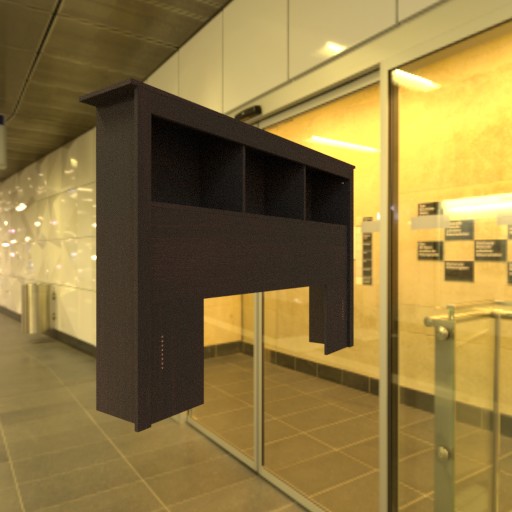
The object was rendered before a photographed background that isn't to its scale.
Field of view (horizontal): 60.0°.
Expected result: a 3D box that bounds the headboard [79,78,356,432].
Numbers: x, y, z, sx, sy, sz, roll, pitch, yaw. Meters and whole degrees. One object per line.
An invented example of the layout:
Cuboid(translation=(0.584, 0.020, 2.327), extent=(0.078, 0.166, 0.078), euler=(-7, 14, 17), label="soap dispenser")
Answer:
Cuboid(translation=(0.000, 0.000, 2.109), extent=(0.279, 1.092, 1.671), euler=(0, 0, 36), label="headboard")
